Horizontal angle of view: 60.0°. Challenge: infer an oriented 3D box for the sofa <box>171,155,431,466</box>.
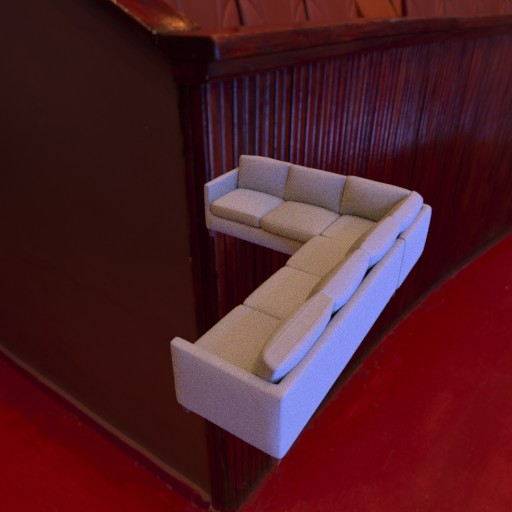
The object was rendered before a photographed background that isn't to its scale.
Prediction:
[{"bbox_3d":[0.000,0.000,4.493,2.592,0.947,3.301,19,36,28],"label":"sofa"}]
